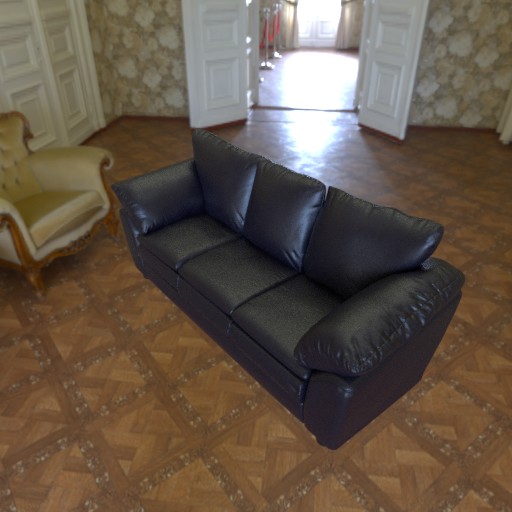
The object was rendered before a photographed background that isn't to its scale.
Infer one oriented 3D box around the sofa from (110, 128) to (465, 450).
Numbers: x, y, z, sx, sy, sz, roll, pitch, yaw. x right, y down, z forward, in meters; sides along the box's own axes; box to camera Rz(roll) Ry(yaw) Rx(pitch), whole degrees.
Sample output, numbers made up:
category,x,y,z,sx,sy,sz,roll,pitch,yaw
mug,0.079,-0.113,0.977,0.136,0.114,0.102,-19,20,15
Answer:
category,x,y,z,sx,sy,sz,roll,pitch,yaw
sofa,0.000,0.000,2.815,0.880,1.073,2.336,-23,38,-32
